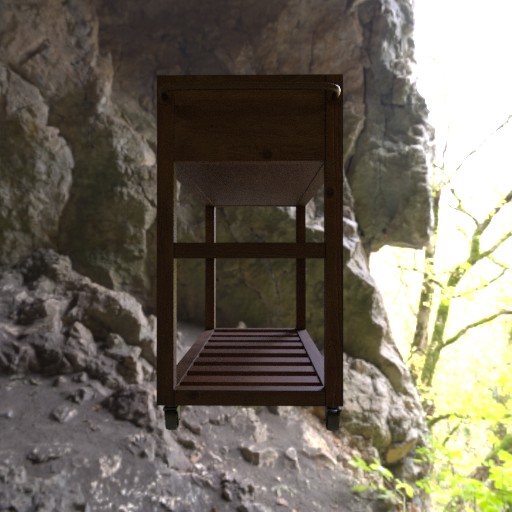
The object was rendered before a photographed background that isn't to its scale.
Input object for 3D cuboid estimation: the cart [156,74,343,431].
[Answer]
[{"bbox_3d":[0.000,0.000,1.475,0.445,0.830,1.065,0,0,1],"label":"cart"}]
